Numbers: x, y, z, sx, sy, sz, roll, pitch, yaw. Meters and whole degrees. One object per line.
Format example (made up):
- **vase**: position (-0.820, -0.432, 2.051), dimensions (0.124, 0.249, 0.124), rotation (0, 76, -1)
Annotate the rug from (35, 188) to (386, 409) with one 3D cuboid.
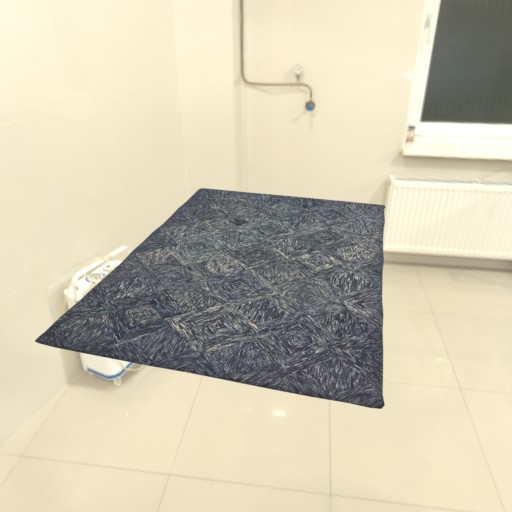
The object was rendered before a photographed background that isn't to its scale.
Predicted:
- **rug**: position (0.000, 0.000, 4.213), dimensions (2.385, 0.024, 3.245), rotation (7, 30, 13)
